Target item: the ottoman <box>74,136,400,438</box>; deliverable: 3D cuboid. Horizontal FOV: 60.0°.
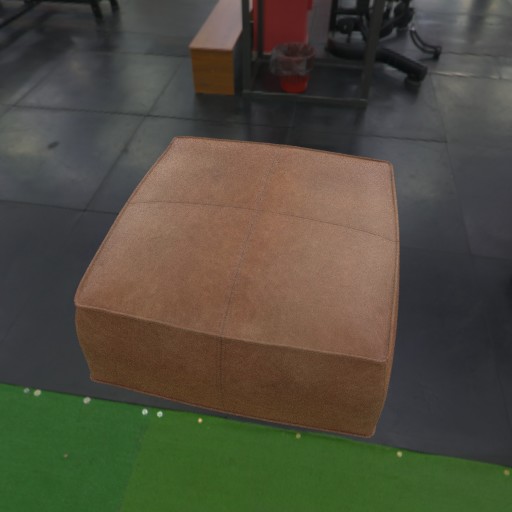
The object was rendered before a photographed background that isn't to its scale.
[{"bbox_3d":[0.000,0.000,1.431,0.901,0.395,0.902,9,47,8],"label":"ottoman"}]
